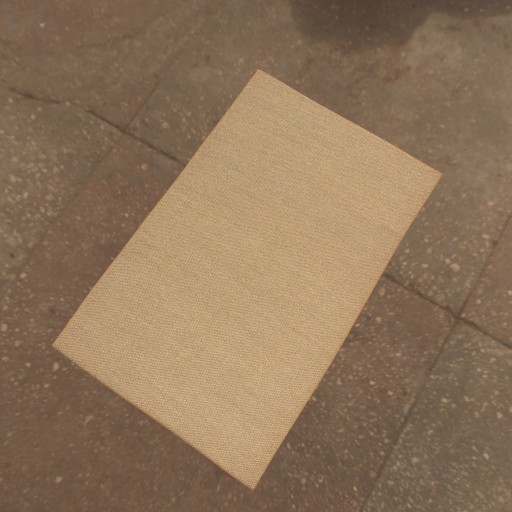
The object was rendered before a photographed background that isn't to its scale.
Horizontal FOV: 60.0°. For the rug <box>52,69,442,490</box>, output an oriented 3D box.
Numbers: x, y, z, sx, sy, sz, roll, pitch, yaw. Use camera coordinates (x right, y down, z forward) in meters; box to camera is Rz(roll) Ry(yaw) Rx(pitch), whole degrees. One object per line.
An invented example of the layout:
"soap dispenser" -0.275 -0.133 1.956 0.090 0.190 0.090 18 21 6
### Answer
"rug" 0.000 0.000 2.052 1.078 0.013 1.678 32 79 7
